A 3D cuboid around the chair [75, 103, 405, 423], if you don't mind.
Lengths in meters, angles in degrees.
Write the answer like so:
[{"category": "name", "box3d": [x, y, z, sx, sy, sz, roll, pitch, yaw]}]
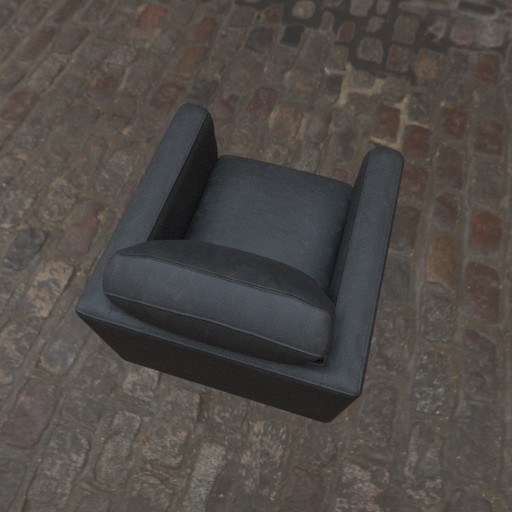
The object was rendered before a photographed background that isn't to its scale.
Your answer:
[{"category": "chair", "box3d": [0.000, 0.000, 1.573, 0.831, 0.898, 0.879, 15, 64, 8]}]
